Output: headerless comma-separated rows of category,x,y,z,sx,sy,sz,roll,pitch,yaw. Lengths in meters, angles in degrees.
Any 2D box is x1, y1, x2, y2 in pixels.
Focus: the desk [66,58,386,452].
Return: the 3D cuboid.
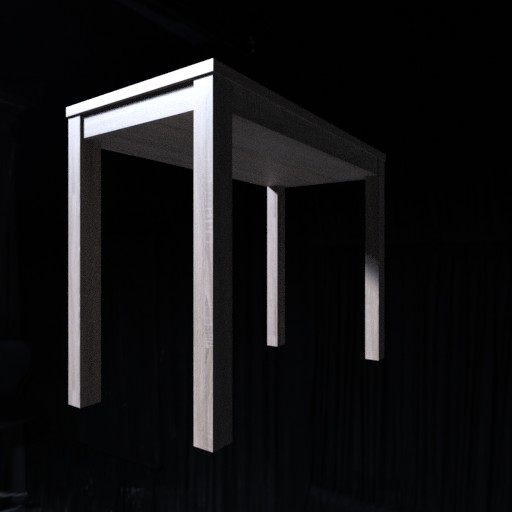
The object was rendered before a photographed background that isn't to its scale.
desk,0.000,0.000,1.400,0.495,0.762,0.991,0,0,35
